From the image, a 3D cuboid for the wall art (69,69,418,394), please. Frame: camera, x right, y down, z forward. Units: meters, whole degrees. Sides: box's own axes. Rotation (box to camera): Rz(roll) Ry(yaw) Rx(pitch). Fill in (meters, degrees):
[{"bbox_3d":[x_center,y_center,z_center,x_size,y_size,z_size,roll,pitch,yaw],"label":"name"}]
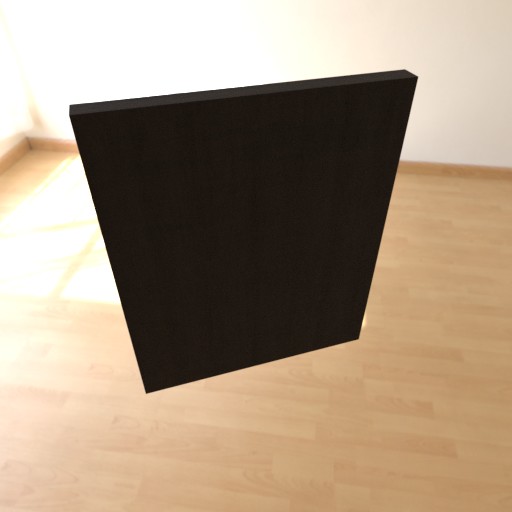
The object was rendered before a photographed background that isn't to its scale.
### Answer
[{"bbox_3d":[0.000,0.000,0.743,0.455,0.552,0.034,-11,41,-13],"label":"wall art"}]
